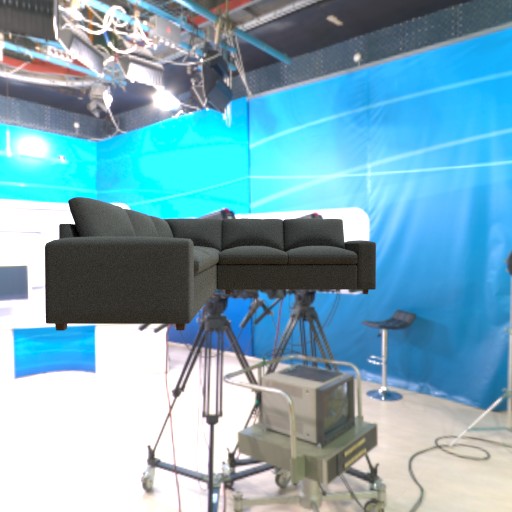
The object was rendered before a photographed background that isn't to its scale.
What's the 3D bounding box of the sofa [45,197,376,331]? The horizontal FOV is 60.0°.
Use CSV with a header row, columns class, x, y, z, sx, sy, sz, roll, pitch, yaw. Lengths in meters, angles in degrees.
class,x,y,z,sx,sy,sz,roll,pitch,yaw
sofa,0.000,0.000,4.642,2.895,0.965,3.277,0,1,0
